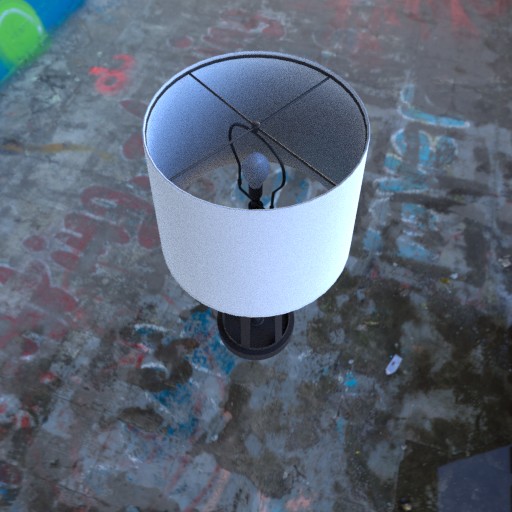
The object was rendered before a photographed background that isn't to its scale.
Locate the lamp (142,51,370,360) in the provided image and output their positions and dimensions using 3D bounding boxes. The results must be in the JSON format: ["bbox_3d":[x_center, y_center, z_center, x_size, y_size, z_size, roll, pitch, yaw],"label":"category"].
[{"bbox_3d":[0.000,0.000,0.649,0.251,0.509,0.251,0,59,0],"label":"lamp"}]
